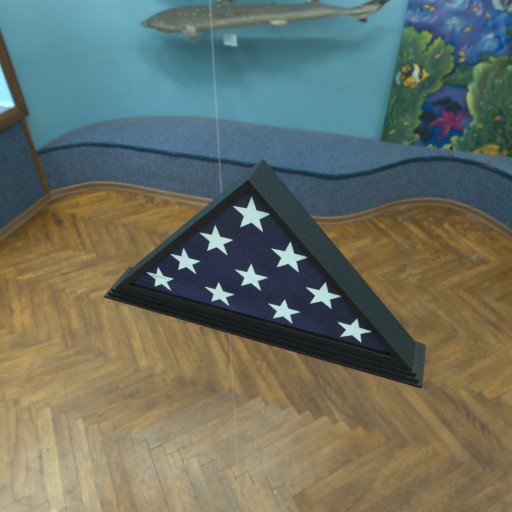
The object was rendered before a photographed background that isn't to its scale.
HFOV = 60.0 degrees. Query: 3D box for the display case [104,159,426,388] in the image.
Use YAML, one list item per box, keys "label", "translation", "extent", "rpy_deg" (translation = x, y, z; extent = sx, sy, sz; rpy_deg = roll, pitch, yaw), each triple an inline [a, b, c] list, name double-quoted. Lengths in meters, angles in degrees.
- label: "display case"
  translation: [0.000, 0.000, 0.768]
  extent: [0.640, 0.340, 0.095]
  rpy_deg: [13, 42, 15]
